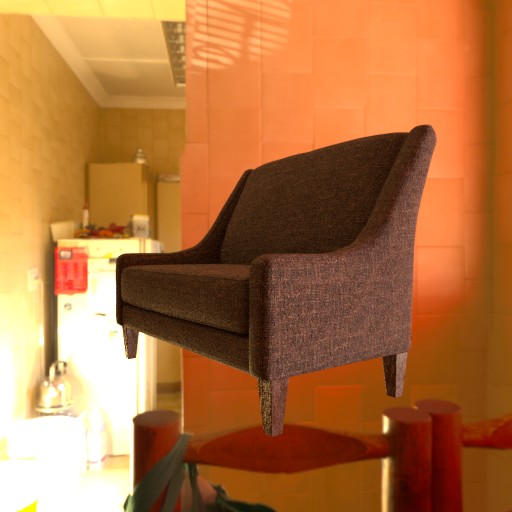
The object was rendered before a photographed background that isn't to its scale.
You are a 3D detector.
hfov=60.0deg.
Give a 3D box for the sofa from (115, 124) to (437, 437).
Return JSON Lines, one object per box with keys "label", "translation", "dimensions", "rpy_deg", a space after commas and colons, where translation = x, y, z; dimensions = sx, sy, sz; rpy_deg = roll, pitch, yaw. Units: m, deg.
{"label": "sofa", "translation": [0.000, 0.000, 1.951], "dimensions": [0.870, 1.021, 1.242], "rpy_deg": [0, 1, -36]}
